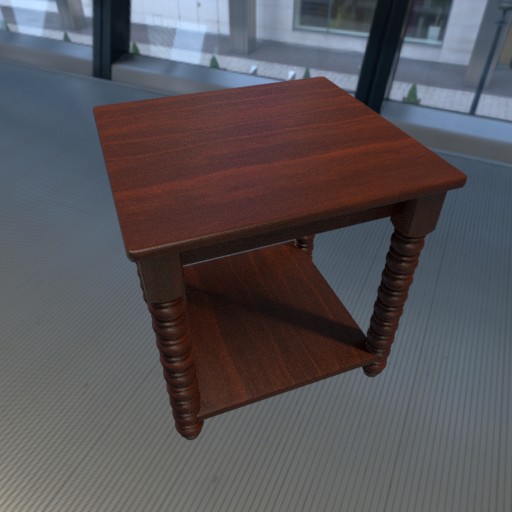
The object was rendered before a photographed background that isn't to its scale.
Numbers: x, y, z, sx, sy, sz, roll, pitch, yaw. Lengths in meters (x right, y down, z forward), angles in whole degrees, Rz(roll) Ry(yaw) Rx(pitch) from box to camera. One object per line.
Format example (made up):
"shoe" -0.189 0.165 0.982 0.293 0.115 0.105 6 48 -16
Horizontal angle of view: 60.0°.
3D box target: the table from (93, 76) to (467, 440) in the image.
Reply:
"table" 0.000 0.000 0.985 0.533 0.567 0.500 -14 42 -15
